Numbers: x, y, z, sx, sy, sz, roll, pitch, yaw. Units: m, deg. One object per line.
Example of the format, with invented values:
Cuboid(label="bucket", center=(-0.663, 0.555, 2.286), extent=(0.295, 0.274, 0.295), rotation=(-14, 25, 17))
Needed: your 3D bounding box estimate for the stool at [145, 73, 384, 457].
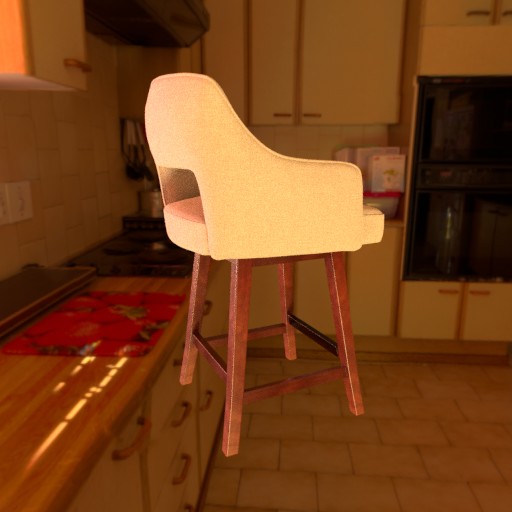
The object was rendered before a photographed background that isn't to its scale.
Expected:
Cuboid(label="stool", center=(0.000, 0.000, 1.288), extent=(0.560, 0.936, 0.550), rotation=(-6, 15, -25))
